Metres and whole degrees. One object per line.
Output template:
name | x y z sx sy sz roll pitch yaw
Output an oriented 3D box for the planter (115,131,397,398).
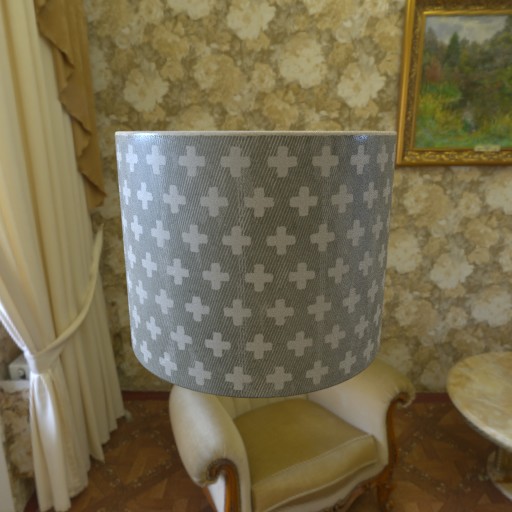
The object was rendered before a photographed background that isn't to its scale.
planter | 0.000 0.000 0.336 0.190 0.181 0.190 0 15 0
